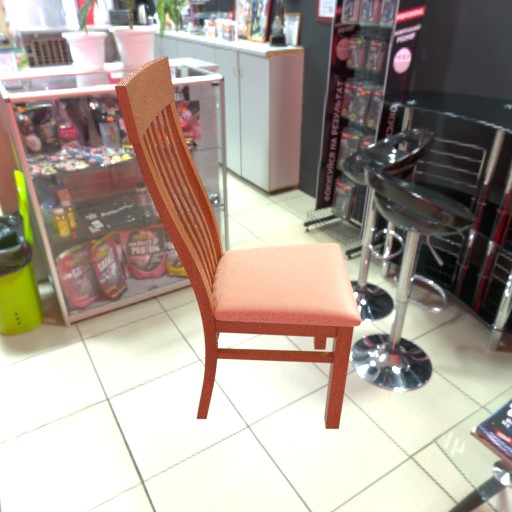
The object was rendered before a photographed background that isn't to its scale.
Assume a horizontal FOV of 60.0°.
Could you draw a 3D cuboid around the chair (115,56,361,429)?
[{"bbox_3d":[0.000,0.000,1.335,0.580,1.050,0.450,0,31,1],"label":"chair"}]
